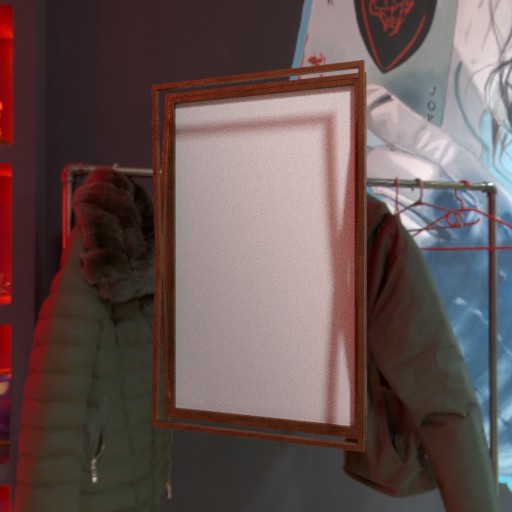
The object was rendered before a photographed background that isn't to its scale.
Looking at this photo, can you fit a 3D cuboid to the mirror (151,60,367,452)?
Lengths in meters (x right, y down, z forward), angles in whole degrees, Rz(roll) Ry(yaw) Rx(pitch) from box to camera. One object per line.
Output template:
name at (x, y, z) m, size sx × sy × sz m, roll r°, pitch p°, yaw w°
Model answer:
mirror at (0.000, 0.000, 0.968) m, size 0.468 × 0.768 × 0.082 m, roll 0°, pitch 0°, yaw 16°
